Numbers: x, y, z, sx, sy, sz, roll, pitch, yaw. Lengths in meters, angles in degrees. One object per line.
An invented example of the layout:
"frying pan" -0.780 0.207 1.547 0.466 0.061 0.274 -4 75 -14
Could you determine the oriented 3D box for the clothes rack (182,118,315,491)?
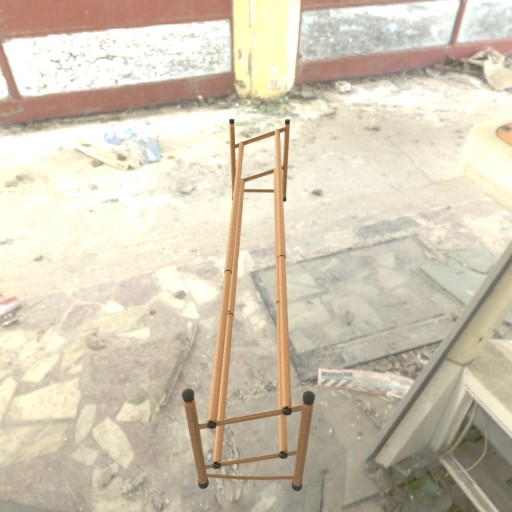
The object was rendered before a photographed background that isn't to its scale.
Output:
"clothes rack" 0.000 0.000 1.298 0.229 0.349 1.168 1 40 1
